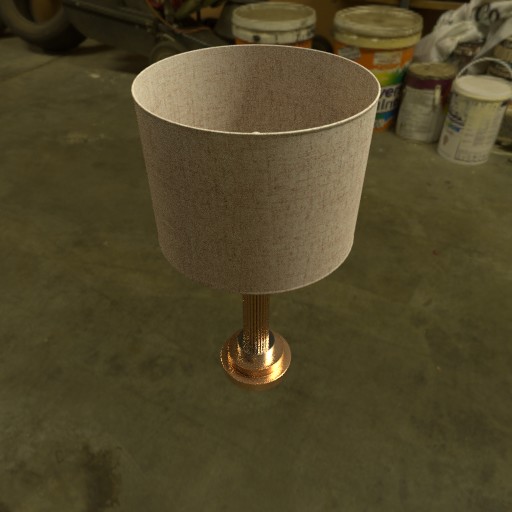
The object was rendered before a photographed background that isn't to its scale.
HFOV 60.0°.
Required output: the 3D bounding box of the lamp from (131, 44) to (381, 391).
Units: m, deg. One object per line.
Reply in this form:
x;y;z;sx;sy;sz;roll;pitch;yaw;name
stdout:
0.000;0.000;0.782;0.321;0.610;0.321;-13;42;-15;lamp
